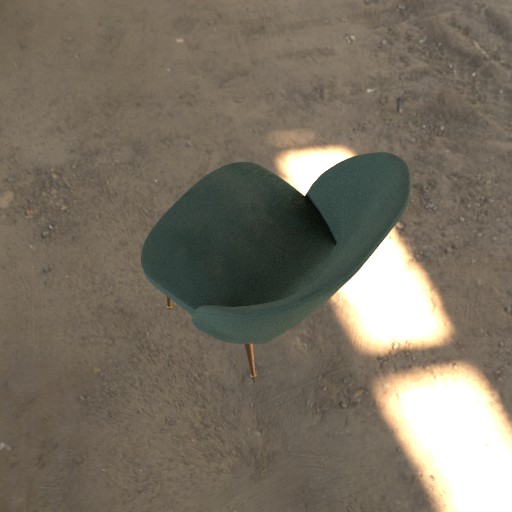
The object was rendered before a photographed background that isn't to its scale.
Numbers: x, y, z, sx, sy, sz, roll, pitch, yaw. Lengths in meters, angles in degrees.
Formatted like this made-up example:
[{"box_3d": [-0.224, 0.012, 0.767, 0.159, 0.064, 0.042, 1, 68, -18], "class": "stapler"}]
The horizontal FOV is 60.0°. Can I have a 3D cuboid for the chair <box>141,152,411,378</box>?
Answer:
[{"box_3d": [0.000, 0.000, 1.236, 0.577, 0.860, 0.527, 36, 69, 16], "class": "chair"}]
